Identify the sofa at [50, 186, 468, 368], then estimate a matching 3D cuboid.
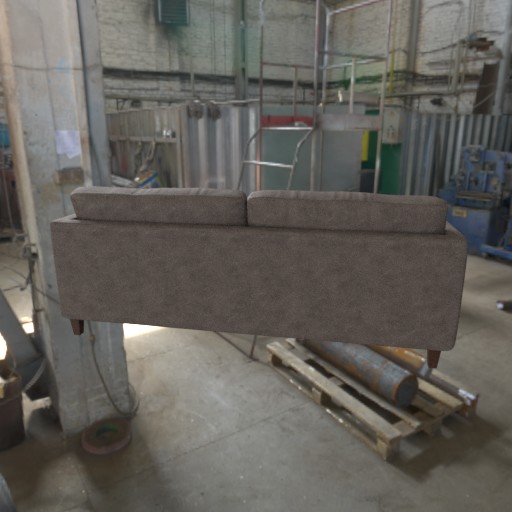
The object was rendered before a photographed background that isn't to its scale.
[{"bbox_3d":[0.000,0.000,2.999,2.434,0.965,0.951,3,16,11],"label":"sofa"}]
